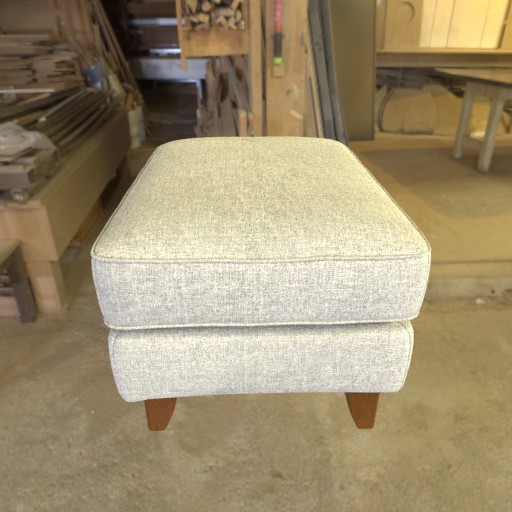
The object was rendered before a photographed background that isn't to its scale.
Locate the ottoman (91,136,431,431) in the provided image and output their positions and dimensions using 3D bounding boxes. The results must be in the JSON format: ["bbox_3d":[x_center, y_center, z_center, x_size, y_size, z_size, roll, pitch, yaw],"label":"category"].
[{"bbox_3d":[0.000,0.000,1.278,0.661,0.561,0.889,-1,28,-2],"label":"ottoman"}]
